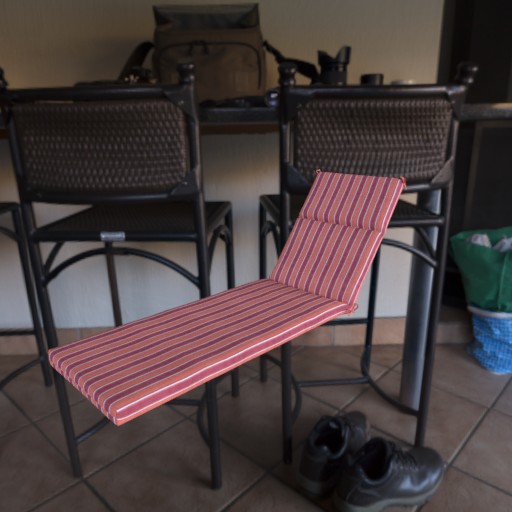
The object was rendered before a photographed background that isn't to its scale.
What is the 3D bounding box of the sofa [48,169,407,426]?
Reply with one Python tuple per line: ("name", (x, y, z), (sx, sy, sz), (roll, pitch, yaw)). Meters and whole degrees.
("sofa", (0.000, 0.000, 1.943), (0.582, 0.622, 1.663), (16, 22, 43))
